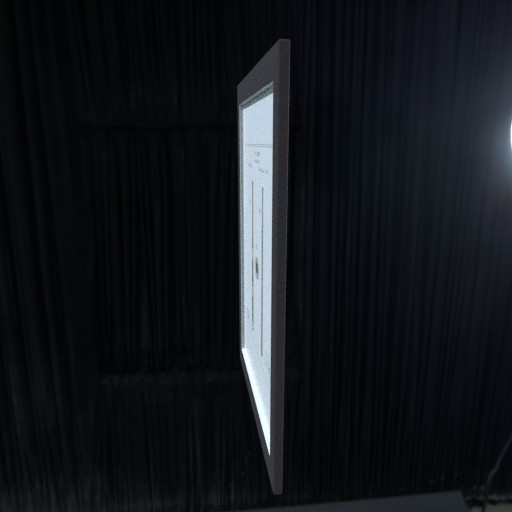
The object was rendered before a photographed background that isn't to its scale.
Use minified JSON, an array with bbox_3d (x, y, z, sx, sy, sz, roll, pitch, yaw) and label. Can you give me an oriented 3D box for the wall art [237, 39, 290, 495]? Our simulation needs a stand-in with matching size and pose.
[{"bbox_3d":[0.000,0.000,0.674,0.012,0.529,0.374,-2,15,-8],"label":"wall art"}]
